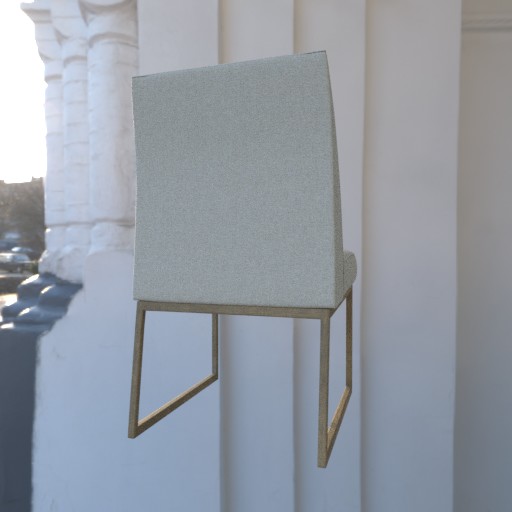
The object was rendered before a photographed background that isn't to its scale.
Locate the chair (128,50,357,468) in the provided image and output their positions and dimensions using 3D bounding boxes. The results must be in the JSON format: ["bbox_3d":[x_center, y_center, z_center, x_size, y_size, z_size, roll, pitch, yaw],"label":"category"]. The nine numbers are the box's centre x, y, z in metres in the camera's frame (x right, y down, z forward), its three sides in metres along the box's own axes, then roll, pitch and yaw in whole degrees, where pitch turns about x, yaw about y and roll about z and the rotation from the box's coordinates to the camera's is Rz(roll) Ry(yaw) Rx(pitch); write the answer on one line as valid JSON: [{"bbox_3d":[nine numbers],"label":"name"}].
[{"bbox_3d":[0.000,0.000,1.224,0.508,0.863,0.522,0,1,18],"label":"chair"}]
